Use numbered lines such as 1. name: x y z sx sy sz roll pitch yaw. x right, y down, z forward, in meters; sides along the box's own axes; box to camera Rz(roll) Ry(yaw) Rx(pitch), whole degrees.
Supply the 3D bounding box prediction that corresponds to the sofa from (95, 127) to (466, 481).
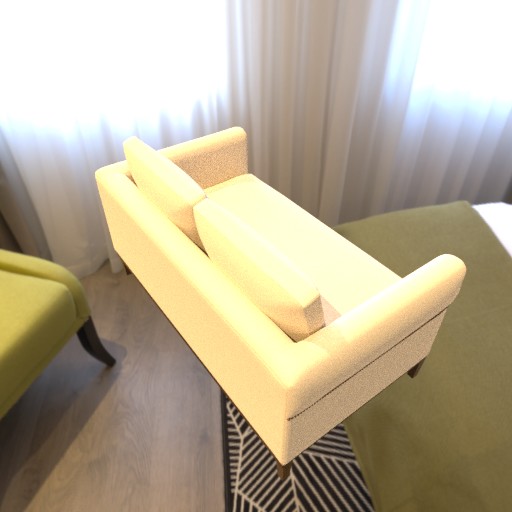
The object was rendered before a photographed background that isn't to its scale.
1. sofa: 0.000 0.000 2.136 0.905 0.873 1.598 -25 46 -27
